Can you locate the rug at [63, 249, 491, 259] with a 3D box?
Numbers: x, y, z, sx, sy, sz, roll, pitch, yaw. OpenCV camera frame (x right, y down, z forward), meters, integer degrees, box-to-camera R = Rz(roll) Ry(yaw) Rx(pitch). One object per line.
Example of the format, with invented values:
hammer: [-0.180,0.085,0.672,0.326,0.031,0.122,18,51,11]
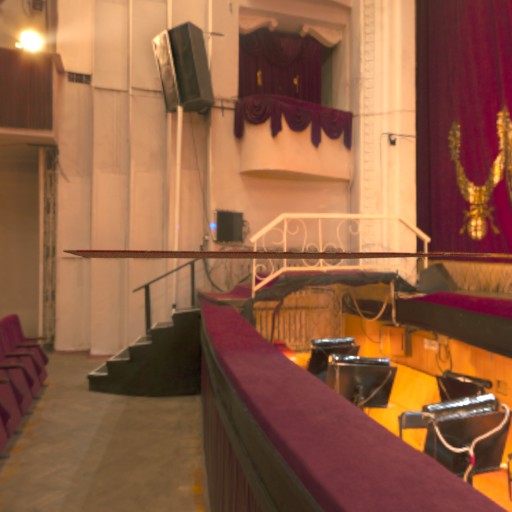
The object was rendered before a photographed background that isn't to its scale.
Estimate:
rug: [0.000,0.000,4.113,3.095,0.016,2.441,0,-1,-18]
